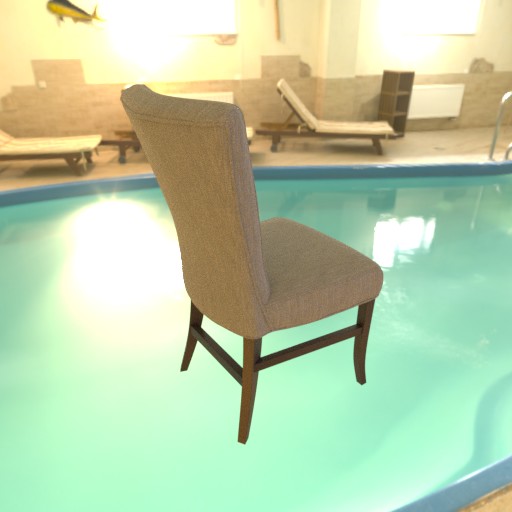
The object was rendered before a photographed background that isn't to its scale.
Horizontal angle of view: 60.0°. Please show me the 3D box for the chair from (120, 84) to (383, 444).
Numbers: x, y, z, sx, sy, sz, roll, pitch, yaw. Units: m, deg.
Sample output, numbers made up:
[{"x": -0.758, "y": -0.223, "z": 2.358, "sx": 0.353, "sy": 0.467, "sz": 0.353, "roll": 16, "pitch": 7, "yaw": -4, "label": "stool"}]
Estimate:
[{"x": 0.000, "y": 0.000, "z": 1.371, "sx": 0.660, "sy": 0.991, "sz": 0.520, "roll": -18, "pitch": 32, "yaw": -31, "label": "chair"}]
